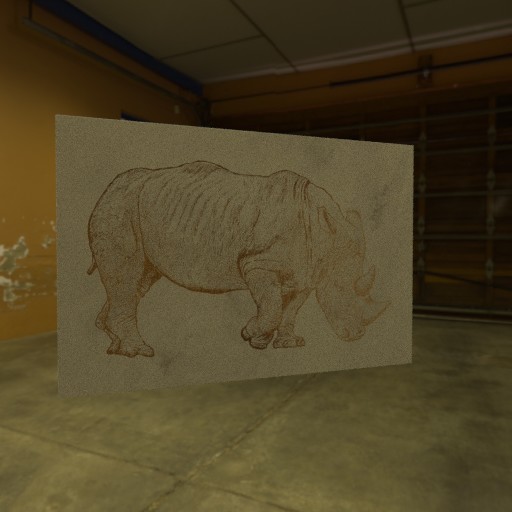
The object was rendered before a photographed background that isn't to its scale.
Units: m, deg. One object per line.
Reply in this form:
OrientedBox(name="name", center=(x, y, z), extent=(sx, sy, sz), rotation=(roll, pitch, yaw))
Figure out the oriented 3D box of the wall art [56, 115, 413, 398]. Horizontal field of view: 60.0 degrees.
OrientedBox(name="wall art", center=(0.000, 0.000, 1.116), extent=(0.915, 0.610, 0.038), rotation=(0, 1, -19))
